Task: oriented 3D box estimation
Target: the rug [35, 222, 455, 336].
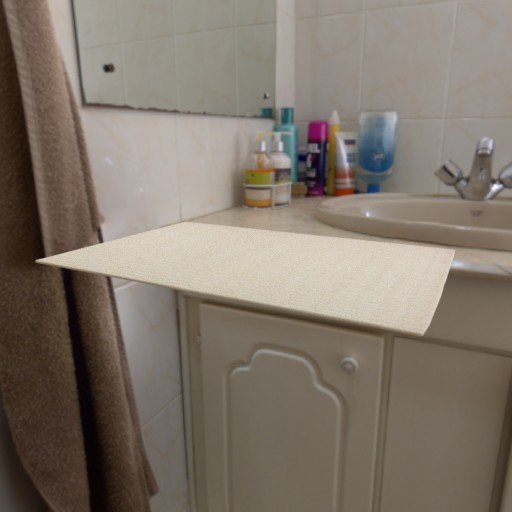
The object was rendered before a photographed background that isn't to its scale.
[{"bbox_3d":[0.000,0.000,2.319,1.848,0.014,1.238,8,17,27],"label":"rug"}]
